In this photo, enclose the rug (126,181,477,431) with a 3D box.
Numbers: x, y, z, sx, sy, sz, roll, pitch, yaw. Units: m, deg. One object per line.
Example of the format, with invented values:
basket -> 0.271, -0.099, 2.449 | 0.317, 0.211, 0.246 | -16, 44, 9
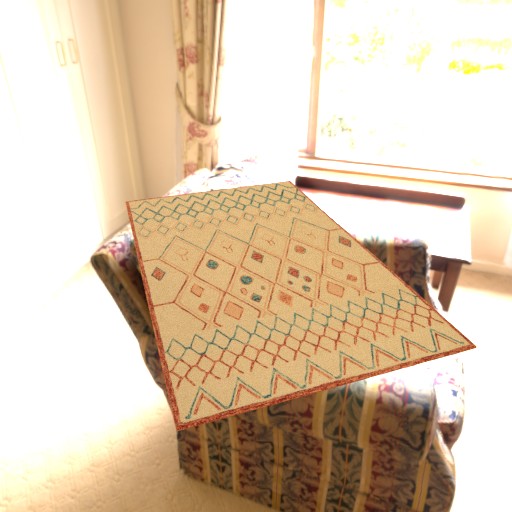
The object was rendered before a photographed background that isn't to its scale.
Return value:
rug -> 0.000, 0.000, 3.011 | 1.524, 0.015, 2.438 | -10, 32, -16
